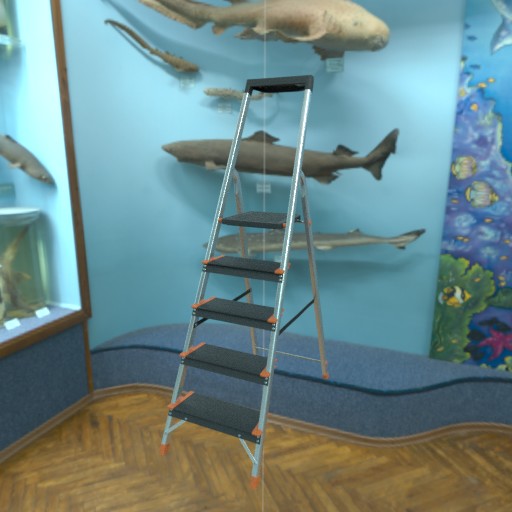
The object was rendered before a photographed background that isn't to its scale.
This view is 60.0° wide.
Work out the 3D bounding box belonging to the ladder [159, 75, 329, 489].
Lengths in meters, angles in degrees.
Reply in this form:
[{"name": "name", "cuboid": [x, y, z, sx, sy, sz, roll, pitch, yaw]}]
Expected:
[{"name": "ladder", "cuboid": [0.000, 0.000, 2.101, 0.480, 1.646, 0.995, 7, 16, 25]}]
